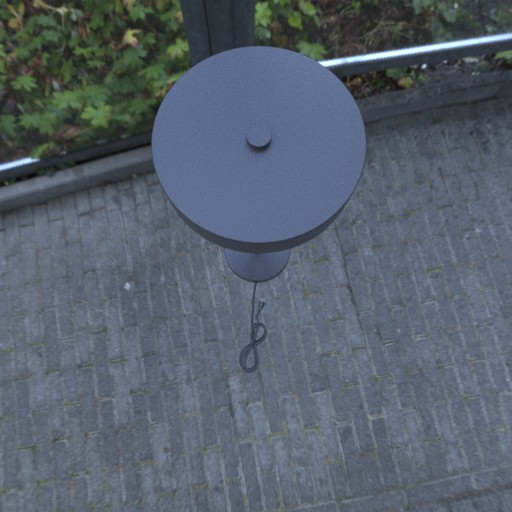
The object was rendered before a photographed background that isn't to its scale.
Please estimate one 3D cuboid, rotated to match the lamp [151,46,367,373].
[{"bbox_3d":[0.000,0.000,0.693,0.229,0.508,0.369,2,77,1],"label":"lamp"}]
